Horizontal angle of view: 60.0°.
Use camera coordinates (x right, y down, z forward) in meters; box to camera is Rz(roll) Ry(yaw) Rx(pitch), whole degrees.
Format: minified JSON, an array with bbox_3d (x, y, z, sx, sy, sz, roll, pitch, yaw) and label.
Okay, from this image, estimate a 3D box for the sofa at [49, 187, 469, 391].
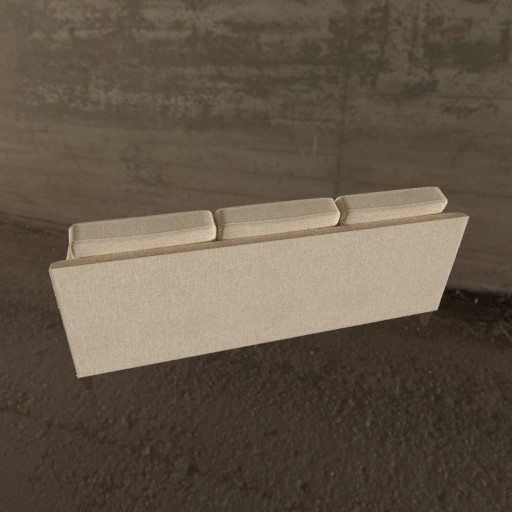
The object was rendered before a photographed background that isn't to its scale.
[{"bbox_3d":[0.000,0.000,2.808,2.210,0.940,1.041,-8,27,-15],"label":"sofa"}]
